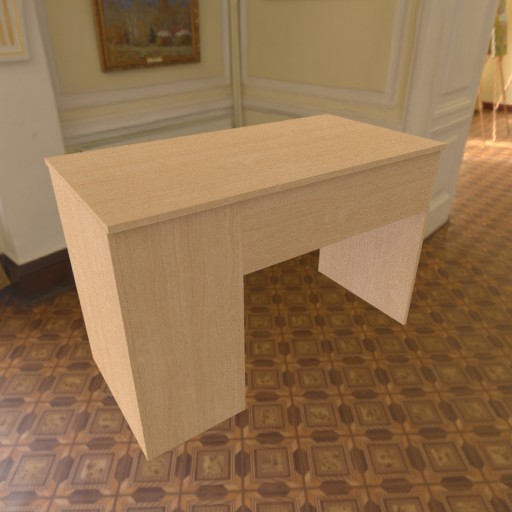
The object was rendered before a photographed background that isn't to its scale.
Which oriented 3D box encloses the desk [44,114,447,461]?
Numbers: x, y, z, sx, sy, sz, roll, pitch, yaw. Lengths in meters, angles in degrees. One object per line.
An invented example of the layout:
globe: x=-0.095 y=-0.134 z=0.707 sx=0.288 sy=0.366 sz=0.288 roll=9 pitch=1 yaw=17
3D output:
desk: x=0.000 y=0.000 z=1.526 sx=1.097 sy=0.735 sz=0.560 roll=-18 pitch=34 yaw=-30
